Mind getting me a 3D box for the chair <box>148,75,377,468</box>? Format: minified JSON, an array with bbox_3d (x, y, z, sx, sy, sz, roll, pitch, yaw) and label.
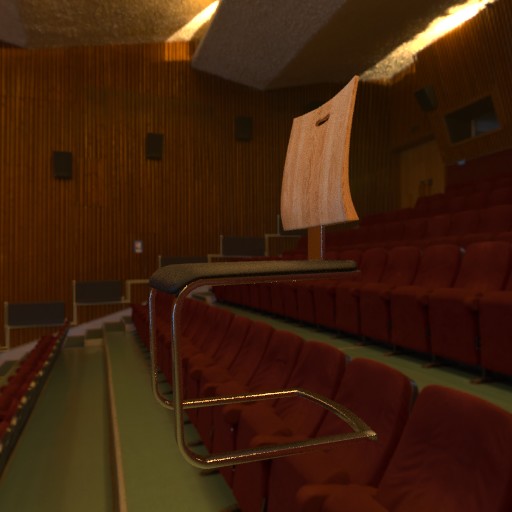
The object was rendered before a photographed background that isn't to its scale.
[{"bbox_3d":[0.000,0.000,1.250,0.560,0.936,0.462,0,-1,-20],"label":"chair"}]
